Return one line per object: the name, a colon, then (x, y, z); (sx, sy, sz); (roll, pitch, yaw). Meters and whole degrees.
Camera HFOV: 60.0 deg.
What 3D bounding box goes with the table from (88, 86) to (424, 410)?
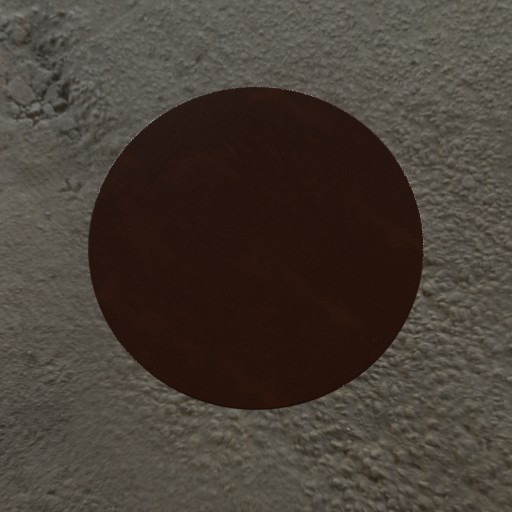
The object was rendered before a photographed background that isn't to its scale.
table: (0.000, 0.000, 1.451); (0.911, 0.512, 0.911); (0, 76, 0)
